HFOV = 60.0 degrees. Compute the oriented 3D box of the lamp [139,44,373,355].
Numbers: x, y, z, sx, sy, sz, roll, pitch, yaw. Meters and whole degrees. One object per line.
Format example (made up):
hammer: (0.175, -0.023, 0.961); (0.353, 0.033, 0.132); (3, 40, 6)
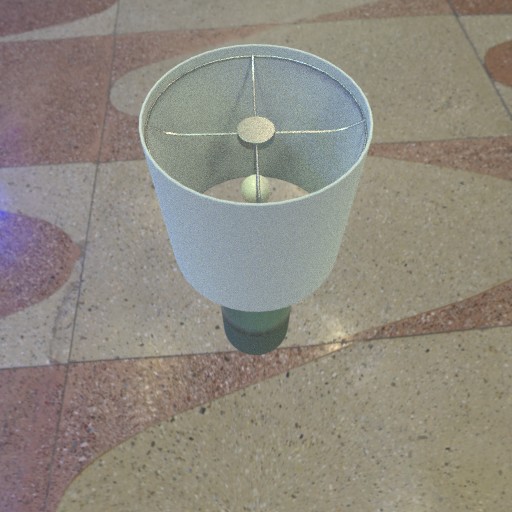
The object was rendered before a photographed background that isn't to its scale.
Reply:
lamp: (0.000, 0.000, 0.613); (0.212, 0.493, 0.212); (-2, 58, -1)
